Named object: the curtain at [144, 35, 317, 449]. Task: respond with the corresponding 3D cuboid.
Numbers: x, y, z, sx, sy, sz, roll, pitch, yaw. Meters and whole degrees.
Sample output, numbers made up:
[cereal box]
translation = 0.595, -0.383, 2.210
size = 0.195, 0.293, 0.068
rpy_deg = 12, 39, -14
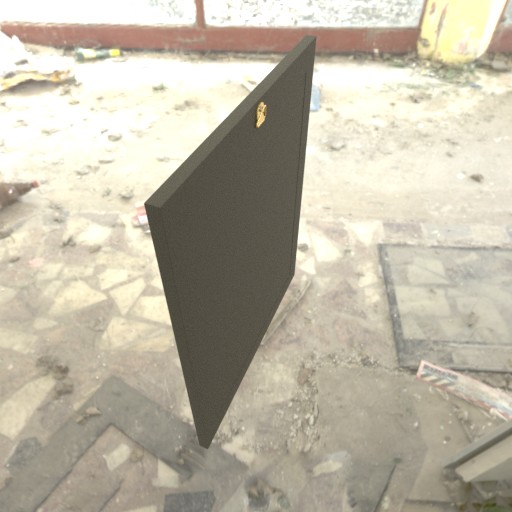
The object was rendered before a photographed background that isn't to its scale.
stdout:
[curtain]
translation = 0.000, 0.000, 0.785
size = 0.027, 0.585, 0.483
rpy_deg = 17, 48, 16
